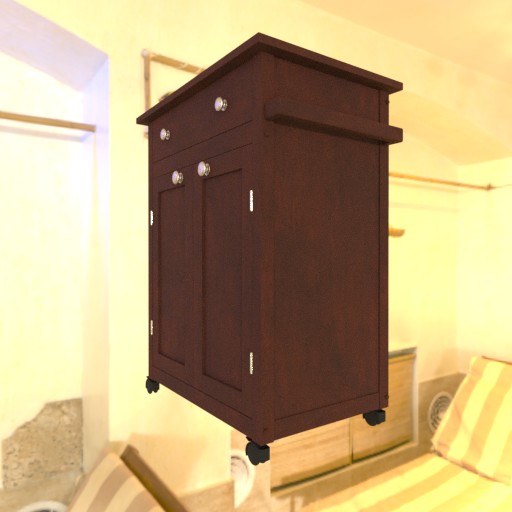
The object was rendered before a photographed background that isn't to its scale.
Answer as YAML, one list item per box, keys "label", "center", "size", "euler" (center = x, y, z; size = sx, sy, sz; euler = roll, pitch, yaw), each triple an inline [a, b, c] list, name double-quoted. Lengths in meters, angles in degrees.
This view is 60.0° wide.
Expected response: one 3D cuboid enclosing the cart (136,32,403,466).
- label: "cart"
  center: [0.000, 0.000, 1.243]
  size: [0.442, 0.864, 0.683]
  euler: [0, 0, -35]
